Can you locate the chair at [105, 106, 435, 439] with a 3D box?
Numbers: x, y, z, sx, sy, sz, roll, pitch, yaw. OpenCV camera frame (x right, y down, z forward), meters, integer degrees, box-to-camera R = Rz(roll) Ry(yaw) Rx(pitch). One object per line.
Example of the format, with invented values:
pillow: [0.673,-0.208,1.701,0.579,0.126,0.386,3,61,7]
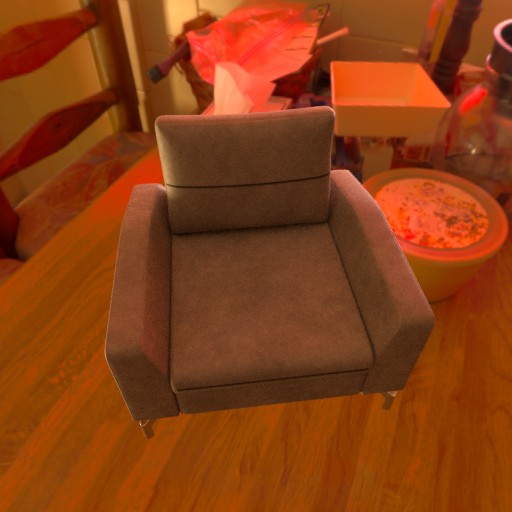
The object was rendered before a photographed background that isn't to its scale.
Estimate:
chair: [0.000,0.000,1.557,0.900,0.800,0.900,-5,46,-5]
